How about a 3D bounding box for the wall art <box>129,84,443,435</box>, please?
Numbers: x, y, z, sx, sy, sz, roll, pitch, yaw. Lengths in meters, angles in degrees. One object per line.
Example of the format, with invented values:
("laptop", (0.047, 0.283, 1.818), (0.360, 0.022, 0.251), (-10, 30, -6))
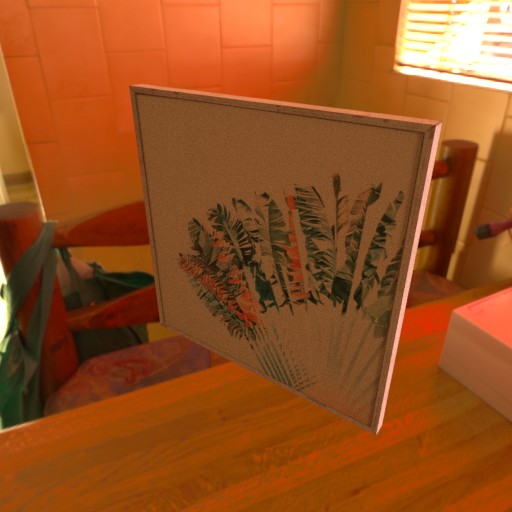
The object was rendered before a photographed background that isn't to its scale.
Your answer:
("wall art", (0.000, 0.000, 1.124), (0.760, 0.757, 0.038), (19, 34, 31))
